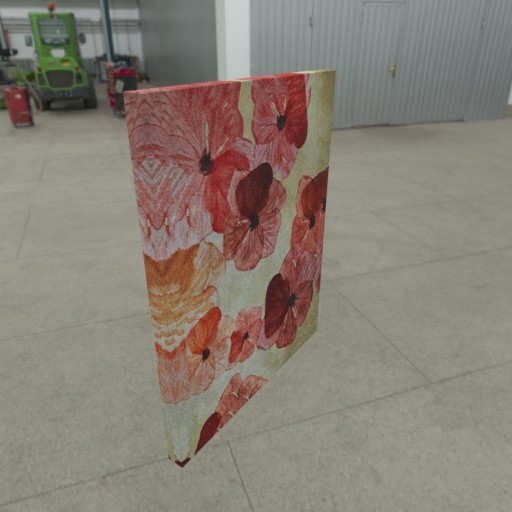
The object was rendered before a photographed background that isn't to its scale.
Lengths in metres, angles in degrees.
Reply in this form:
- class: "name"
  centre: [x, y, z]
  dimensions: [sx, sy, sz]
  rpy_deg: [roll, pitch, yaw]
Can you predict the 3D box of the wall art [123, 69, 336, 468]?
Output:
- class: "wall art"
  centre: [0.000, 0.000, 0.680]
  dimensions: [0.028, 0.508, 0.406]
  rpy_deg: [17, 31, 31]
